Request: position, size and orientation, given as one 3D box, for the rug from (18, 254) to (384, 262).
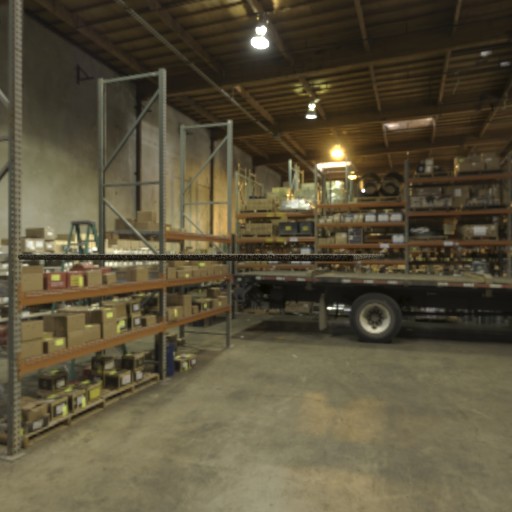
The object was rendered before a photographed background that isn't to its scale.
[{"bbox_3d":[0.000,0.000,2.877,1.502,0.025,2.350,0,0,19],"label":"rug"}]
